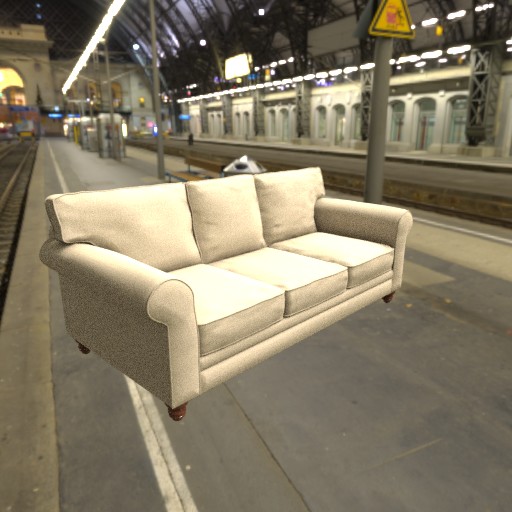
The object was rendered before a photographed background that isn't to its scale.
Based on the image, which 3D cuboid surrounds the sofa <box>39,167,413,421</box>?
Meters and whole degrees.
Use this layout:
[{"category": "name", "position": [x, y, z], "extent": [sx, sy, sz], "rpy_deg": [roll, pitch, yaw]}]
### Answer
[{"category": "sofa", "position": [0.000, 0.000, 2.631], "extent": [0.998, 0.889, 2.118], "rpy_deg": [15, 22, 42]}]
